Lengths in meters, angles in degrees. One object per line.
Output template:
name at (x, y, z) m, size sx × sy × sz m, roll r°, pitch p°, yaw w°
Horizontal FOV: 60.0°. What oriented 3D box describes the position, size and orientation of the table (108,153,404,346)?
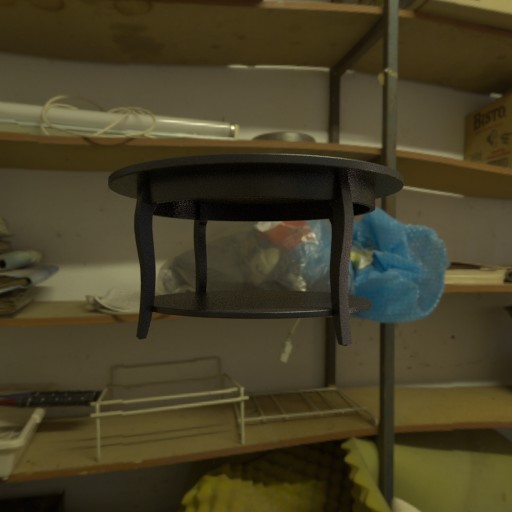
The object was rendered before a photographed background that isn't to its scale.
table at (0.000, 0.000, 1.444) m, size 0.914 × 0.457 × 0.914 m, roll 0°, pitch 0°, yaw 0°
